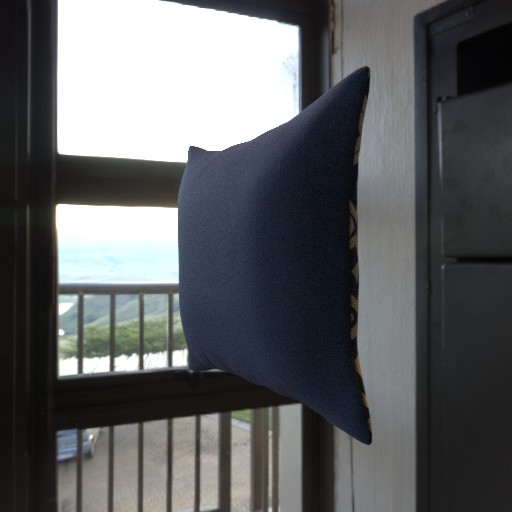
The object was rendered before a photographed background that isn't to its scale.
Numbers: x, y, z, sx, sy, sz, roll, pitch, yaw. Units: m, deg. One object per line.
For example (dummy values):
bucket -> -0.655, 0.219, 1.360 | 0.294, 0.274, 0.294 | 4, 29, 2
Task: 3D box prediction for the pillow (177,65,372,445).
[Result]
pillow -> 0.000, 0.000, 0.776 | 0.188, 0.494, 0.504 | 1, -1, -36
